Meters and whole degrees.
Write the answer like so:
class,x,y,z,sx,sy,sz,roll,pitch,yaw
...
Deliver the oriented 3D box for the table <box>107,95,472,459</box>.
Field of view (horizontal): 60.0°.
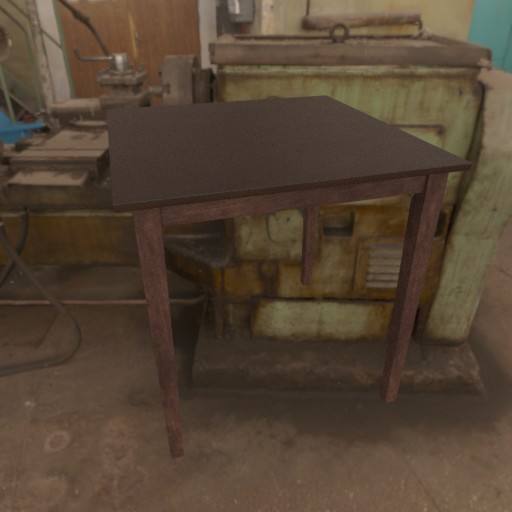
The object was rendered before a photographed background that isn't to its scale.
class,x,y,z,sx,sy,sz,roll,pitch,yaw
table,0.000,0.000,1.369,0.749,0.770,0.749,-9,32,-14
